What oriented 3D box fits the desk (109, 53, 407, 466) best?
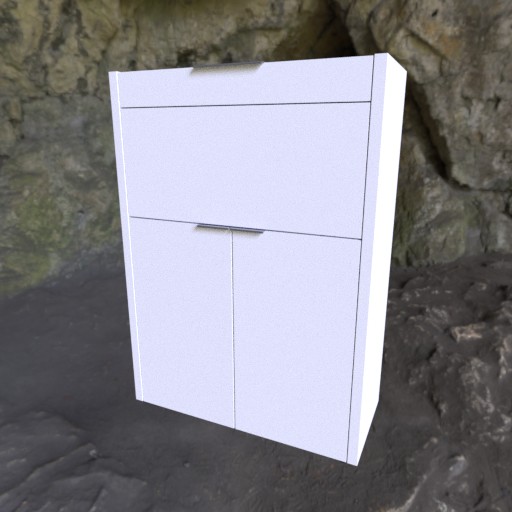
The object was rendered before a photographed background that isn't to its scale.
[{"bbox_3d":[0.000,0.000,1.537,0.850,1.190,0.390,7,17,24],"label":"desk"}]
